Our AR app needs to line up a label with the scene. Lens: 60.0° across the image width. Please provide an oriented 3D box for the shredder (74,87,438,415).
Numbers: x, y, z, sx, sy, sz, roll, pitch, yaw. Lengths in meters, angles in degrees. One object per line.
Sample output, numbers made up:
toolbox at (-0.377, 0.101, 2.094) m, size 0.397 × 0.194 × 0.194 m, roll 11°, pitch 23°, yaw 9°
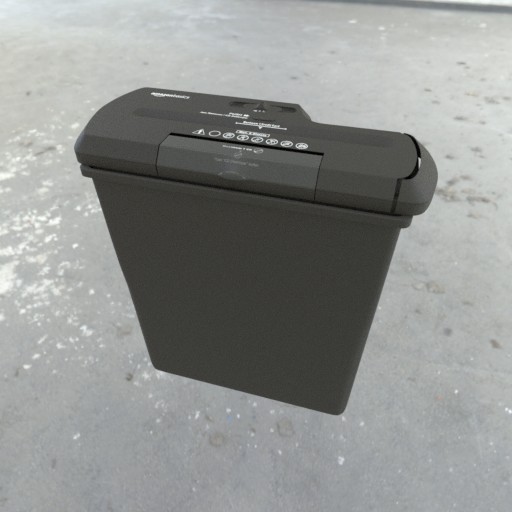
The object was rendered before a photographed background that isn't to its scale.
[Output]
shredder at (0.000, 0.000, 0.508) m, size 0.320 × 0.335 × 0.170 m, roll 11°, pitch 42°, yaw 12°
